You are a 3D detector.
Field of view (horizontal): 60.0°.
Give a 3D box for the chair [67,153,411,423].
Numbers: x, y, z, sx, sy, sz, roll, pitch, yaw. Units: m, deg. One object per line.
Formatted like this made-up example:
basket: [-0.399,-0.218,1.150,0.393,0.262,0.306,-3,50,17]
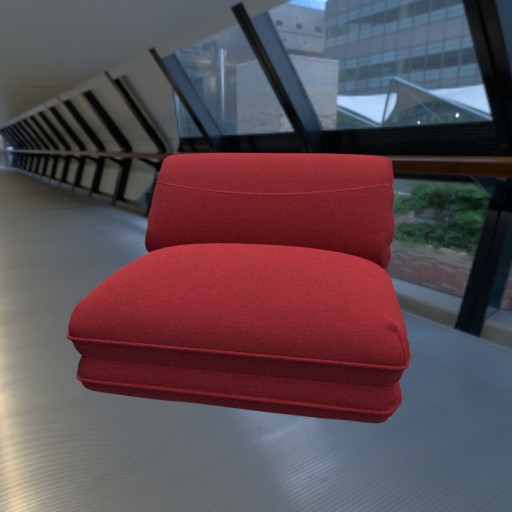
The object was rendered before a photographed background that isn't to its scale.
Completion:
chair: [0.000,0.000,1.317,0.820,0.580,0.780,3,15,11]
